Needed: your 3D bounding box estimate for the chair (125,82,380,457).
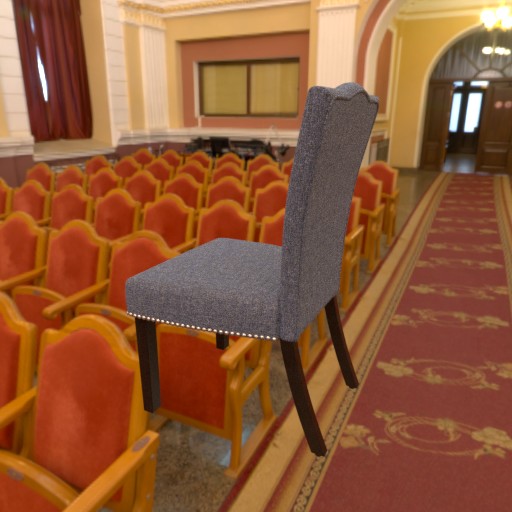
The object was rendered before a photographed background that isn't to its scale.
[{"bbox_3d":[0.000,0.000,1.315,0.589,0.946,0.518,9,20,25],"label":"chair"}]
